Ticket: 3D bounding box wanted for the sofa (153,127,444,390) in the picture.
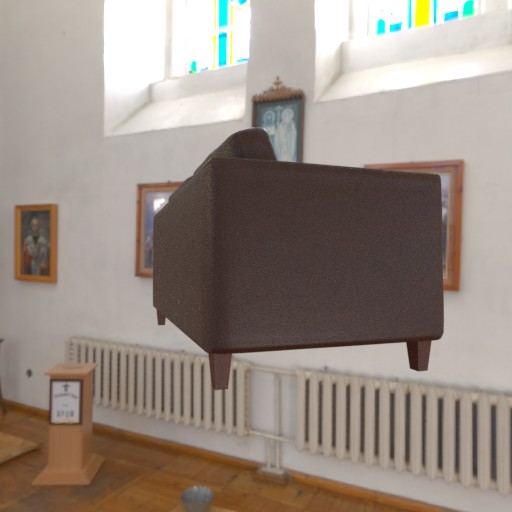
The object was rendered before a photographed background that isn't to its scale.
[{"bbox_3d":[0.000,0.000,2.433,0.951,0.933,1.883,0,-1,-19],"label":"sofa"}]
